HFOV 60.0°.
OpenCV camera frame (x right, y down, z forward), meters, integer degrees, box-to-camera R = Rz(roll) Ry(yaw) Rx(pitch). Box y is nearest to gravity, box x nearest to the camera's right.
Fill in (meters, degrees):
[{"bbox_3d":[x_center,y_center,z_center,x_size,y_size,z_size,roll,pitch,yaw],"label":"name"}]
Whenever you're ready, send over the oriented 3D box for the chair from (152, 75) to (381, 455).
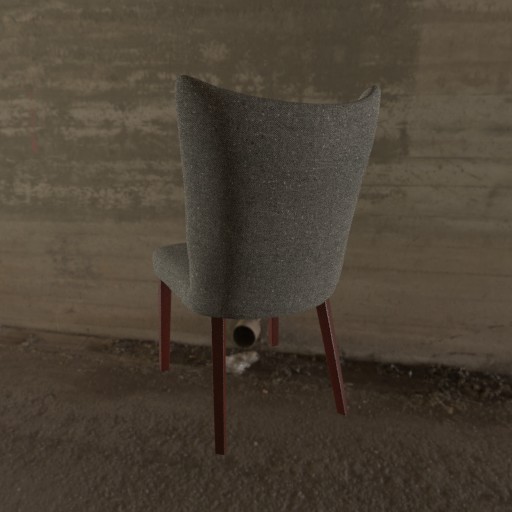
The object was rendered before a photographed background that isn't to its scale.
[{"bbox_3d":[0.000,0.000,1.293,0.535,0.924,0.623,-7,17,-25],"label":"chair"}]
